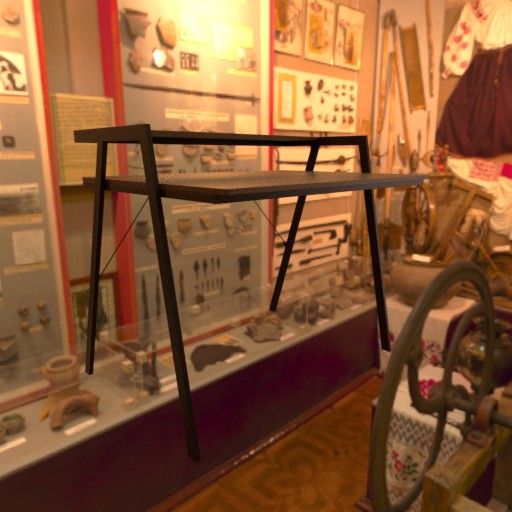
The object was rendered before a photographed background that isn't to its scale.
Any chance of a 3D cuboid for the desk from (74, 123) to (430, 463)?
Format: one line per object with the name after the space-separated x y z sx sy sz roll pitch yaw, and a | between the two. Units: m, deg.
0.000 0.000 1.853 1.143 0.998 0.936 -12 18 -42 | desk
